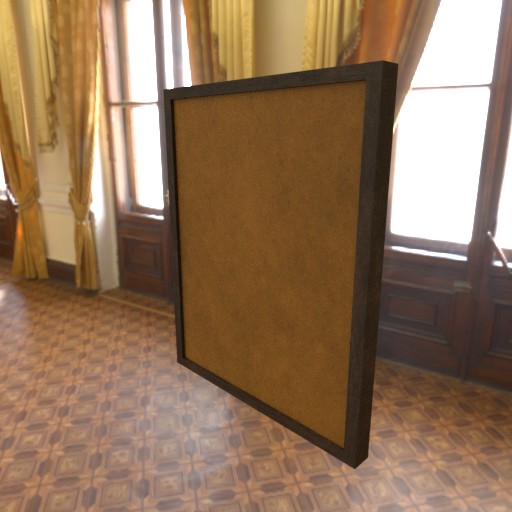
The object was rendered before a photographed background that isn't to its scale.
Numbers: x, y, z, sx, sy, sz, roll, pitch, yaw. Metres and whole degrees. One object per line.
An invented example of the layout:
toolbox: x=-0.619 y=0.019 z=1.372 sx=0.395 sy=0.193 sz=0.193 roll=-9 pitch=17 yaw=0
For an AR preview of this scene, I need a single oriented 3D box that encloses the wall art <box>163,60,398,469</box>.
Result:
wall art: x=0.000 y=0.000 z=0.544 sx=0.027 sy=0.406 sz=0.329 roll=-14 pitch=21 yaw=-43
